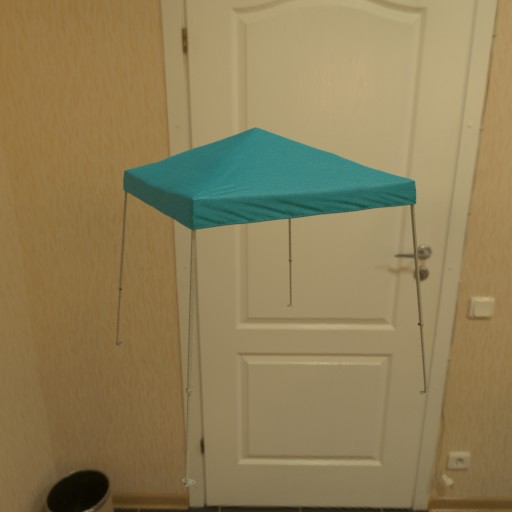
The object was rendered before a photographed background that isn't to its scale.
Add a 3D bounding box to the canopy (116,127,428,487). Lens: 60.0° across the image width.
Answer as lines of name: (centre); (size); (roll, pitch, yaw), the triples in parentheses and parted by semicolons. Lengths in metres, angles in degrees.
canopy: (0.000, 0.000, 6.461); (3.600, 3.600, 3.599); (-9, 19, -27)
